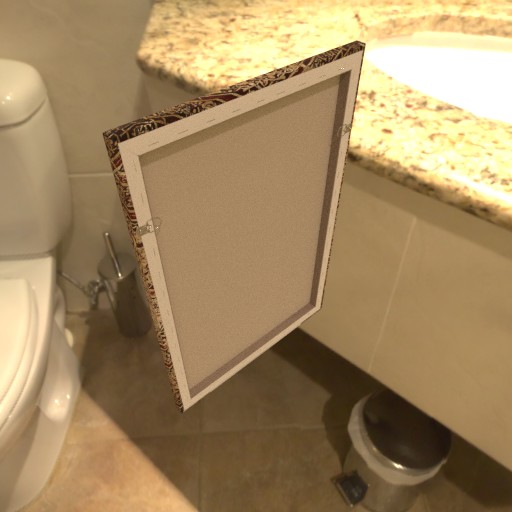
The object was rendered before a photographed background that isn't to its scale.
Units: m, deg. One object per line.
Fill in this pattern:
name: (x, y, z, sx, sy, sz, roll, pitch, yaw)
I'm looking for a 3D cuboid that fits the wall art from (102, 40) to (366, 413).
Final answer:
wall art: (0.000, 0.000, 0.749, 0.397, 0.599, 0.020, -31, 53, -28)
